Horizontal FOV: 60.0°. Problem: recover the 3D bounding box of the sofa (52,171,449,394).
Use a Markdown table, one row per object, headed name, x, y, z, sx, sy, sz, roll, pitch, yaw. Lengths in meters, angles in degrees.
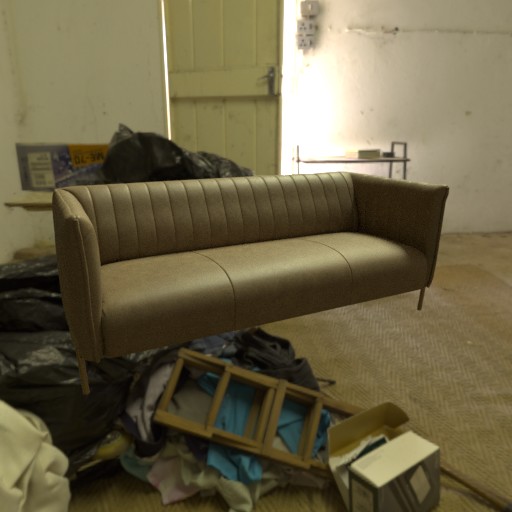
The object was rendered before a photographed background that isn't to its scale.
| name | x | y | z | sx | sy | sz | roll | pitch | yaw |
| --- | --- | --- | --- | --- | --- | --- | --- | --- | --- |
| sofa | 0.000 | 0.000 | 2.426 | 1.980 | 0.779 | 0.876 | -8 | 18 | -26 |
